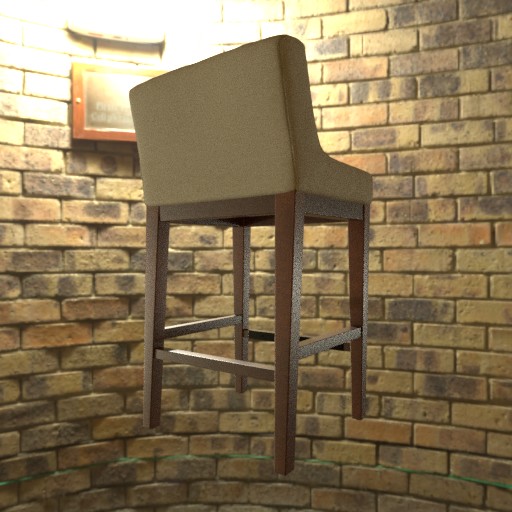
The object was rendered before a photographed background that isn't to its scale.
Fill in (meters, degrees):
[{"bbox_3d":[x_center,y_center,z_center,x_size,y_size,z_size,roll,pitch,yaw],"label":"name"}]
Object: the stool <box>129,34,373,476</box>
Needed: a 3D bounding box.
[{"bbox_3d":[0.000,0.000,1.231,0.511,0.937,0.500,0,0,36],"label":"stool"}]
